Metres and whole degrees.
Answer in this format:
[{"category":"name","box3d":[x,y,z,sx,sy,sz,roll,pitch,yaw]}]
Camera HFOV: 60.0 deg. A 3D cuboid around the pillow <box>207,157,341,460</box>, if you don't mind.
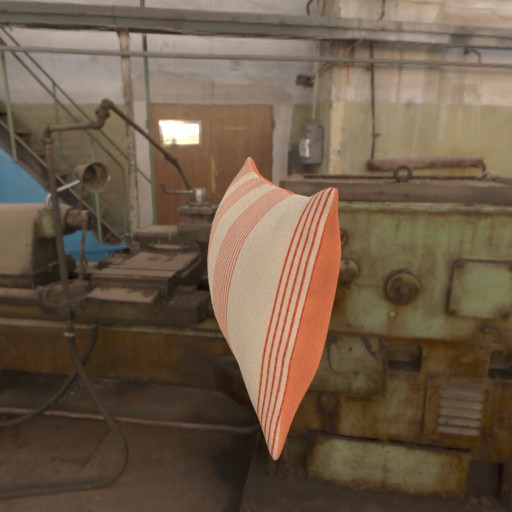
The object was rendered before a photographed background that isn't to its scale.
[{"category":"pillow","box3d":[0.000,0.000,0.726,0.156,0.292,0.608,-2,15,-8]}]
